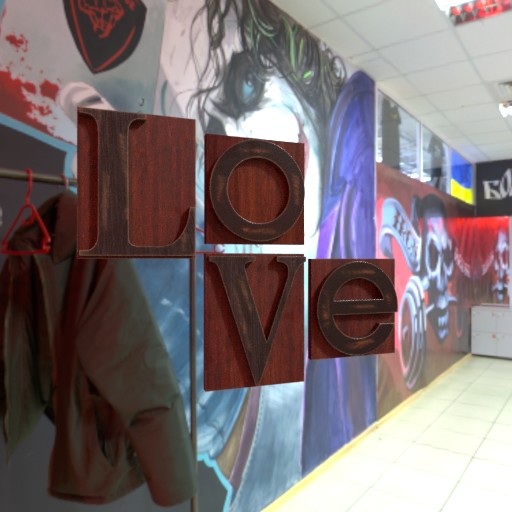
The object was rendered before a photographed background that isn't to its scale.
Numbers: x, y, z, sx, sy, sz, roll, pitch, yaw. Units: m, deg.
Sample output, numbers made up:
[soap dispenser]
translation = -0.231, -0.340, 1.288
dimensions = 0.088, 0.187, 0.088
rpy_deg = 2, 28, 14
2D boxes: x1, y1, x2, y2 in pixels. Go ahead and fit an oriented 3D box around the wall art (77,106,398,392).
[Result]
[wall art]
translation = 0.000, 0.000, 0.846
dimensions = 0.635, 0.497, 0.030
rpy_deg = 0, 0, -20
